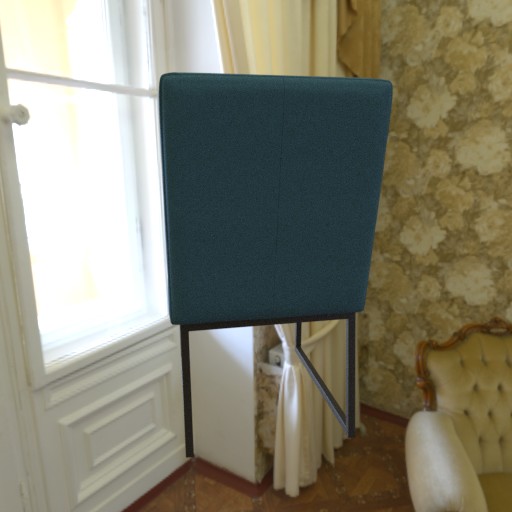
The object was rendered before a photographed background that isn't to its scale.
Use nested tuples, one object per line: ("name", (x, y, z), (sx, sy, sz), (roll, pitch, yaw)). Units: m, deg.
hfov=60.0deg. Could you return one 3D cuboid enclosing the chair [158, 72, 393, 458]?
("chair", (0.000, 0.000, 1.320), (0.520, 0.930, 0.634), (-2, 14, -10))
